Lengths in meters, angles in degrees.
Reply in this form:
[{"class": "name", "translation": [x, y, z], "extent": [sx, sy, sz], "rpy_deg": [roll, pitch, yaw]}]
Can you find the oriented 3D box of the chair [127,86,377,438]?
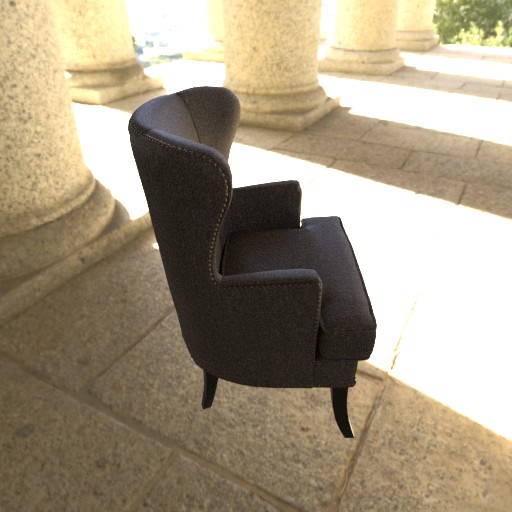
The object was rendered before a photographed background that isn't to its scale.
[{"class": "chair", "translation": [0.000, 0.000, 1.618], "extent": [0.758, 1.060, 0.759], "rpy_deg": [0, 32, 0]}]
